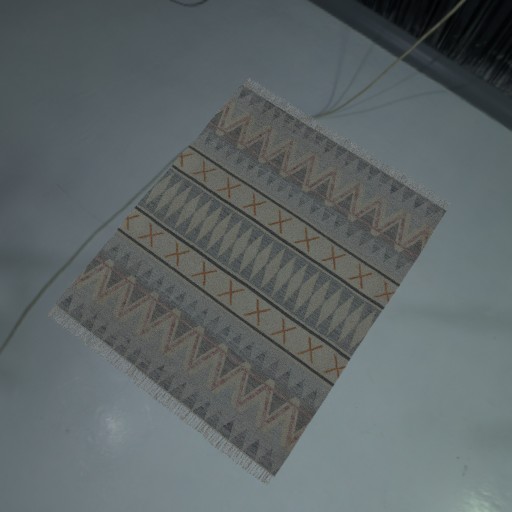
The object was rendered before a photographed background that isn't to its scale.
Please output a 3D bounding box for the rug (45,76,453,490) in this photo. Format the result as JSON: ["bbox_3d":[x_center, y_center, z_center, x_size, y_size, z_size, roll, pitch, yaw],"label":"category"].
[{"bbox_3d":[0.000,0.000,3.974,2.371,0.012,3.000,35,77,9],"label":"rug"}]
